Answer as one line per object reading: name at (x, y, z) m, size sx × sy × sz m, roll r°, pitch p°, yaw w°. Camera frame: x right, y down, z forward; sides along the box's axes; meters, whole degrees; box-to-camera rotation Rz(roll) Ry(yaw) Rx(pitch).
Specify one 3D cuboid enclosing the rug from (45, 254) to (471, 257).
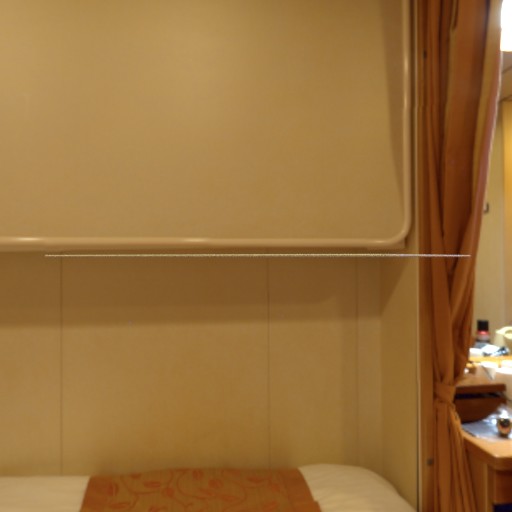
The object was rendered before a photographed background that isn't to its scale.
rug at (0.000, 0.000, 3.633) m, size 2.878 × 0.014 × 2.005 m, roll 0°, pitch 0°, yaw 36°
